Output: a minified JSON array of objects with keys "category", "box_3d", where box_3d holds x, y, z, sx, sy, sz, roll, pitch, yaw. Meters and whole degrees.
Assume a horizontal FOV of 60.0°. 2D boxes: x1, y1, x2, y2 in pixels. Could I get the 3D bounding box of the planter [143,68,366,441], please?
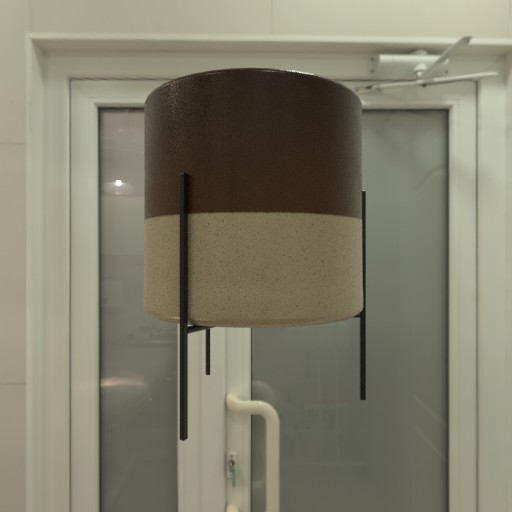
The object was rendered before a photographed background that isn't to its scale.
[{"category":"planter","box_3d":[0.000,0.000,0.715,0.354,0.465,0.345,0,0,0]}]
